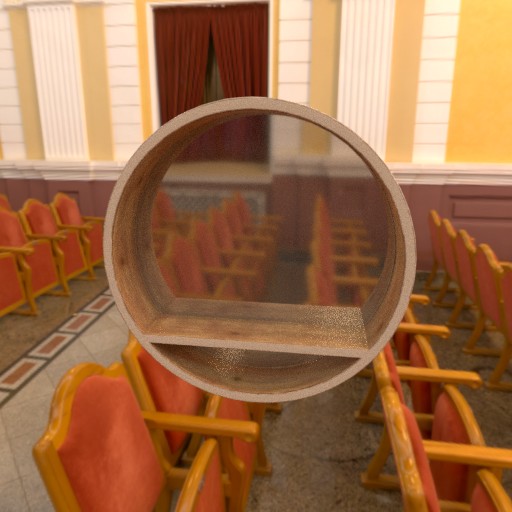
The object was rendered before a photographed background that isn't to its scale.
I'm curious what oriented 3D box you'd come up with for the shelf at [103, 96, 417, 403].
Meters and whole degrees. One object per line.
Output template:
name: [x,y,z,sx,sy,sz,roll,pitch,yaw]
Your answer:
shelf: [0.000,0.000,1.206,0.806,0.807,0.158,2,16,9]
